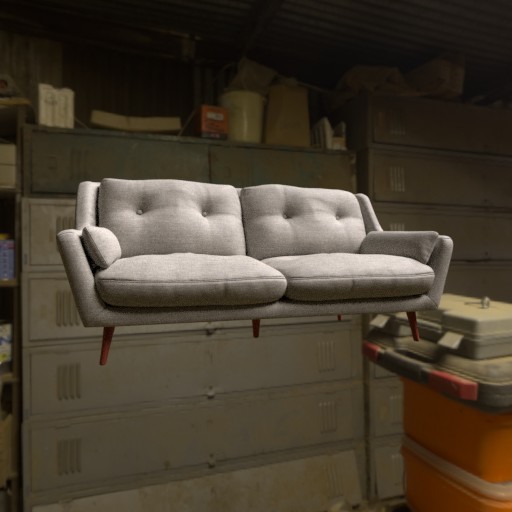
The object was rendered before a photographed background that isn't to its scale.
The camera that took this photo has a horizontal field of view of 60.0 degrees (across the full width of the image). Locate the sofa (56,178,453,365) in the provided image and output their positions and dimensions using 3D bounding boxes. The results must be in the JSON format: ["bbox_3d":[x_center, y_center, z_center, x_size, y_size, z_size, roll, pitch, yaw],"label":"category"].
[{"bbox_3d":[0.000,0.000,2.433,1.930,0.897,0.976,0,1,-18],"label":"sofa"}]
